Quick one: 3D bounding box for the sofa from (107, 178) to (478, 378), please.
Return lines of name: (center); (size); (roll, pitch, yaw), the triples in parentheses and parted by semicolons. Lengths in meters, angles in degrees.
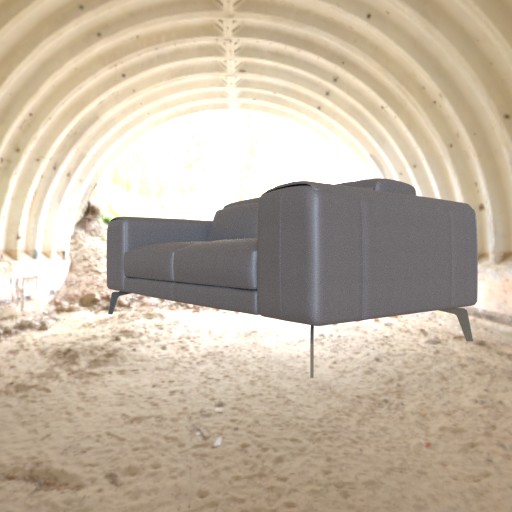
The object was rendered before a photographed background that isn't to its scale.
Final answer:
sofa: (0.000, 0.000, 2.408); (1.024, 0.753, 1.930); (0, 0, -37)
